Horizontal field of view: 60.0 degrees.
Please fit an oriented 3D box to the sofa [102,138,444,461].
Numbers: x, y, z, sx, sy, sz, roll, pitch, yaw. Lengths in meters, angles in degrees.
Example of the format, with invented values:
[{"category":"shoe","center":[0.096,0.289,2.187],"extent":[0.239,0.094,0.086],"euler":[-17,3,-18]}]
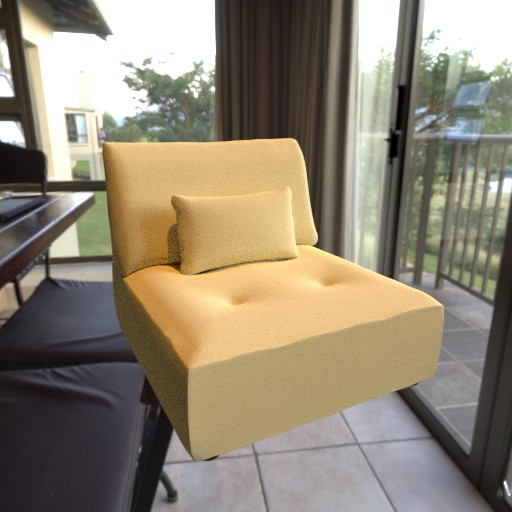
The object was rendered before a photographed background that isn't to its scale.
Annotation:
[{"category":"sofa","center":[0.000,0.000,1.678],"extent":[0.930,0.820,1.000],"euler":[-9,19,-27]}]
